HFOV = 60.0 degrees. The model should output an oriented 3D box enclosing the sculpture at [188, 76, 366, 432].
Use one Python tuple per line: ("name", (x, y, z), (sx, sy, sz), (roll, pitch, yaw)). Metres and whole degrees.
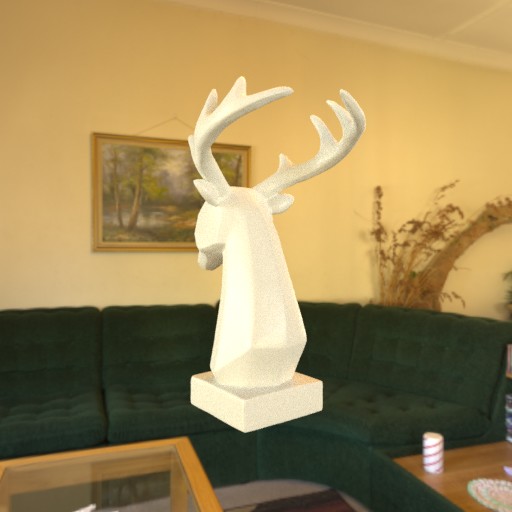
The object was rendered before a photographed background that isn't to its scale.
("sculpture", (0.000, 0.000, 0.475), (0.174, 0.329, 0.224), (0, 0, -37))
